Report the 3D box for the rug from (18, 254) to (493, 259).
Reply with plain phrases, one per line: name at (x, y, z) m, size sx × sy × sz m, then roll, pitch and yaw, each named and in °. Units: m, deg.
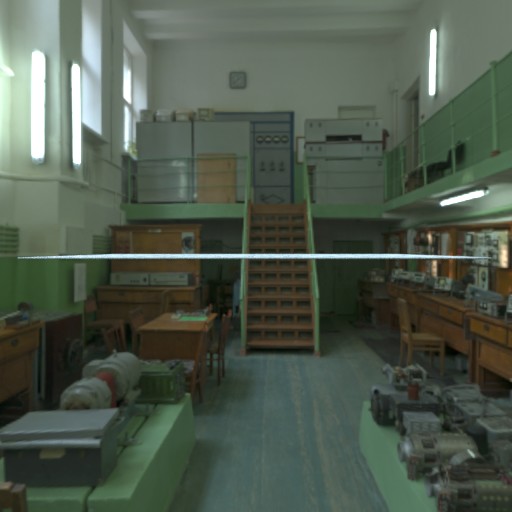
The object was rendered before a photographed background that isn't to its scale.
rug at (0.000, 0.000, 3.030) m, size 2.457 × 0.009 × 1.512 m, roll 0°, pitch 1°, yaw 0°
